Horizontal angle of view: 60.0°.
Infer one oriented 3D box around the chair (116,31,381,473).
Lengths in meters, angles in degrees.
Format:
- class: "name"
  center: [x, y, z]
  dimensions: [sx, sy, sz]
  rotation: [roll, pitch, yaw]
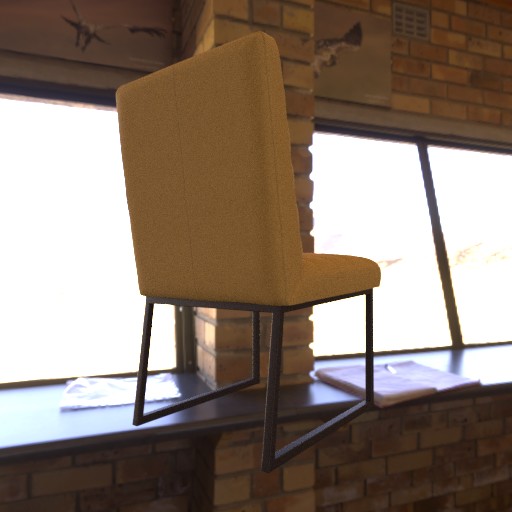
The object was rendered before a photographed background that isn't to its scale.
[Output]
- class: "chair"
  center: [0.000, 0.000, 1.286]
  dimensions: [0.520, 0.930, 0.634]
  rotation: [-1, -1, 38]
